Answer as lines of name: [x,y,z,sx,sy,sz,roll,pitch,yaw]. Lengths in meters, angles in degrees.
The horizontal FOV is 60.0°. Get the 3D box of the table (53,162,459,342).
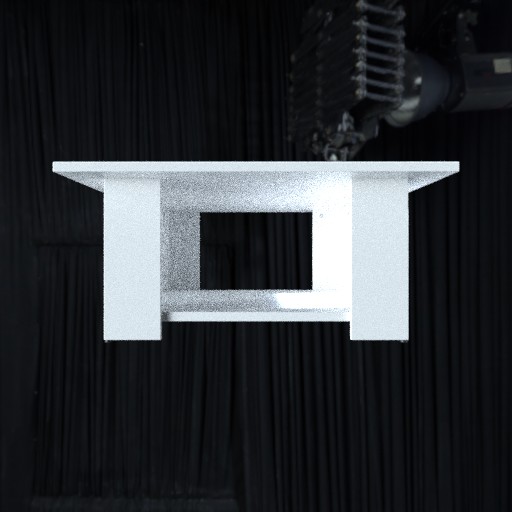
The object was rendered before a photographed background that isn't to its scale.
table: [0.000,0.000,1.066,0.670,0.305,0.670,0,0,0]
